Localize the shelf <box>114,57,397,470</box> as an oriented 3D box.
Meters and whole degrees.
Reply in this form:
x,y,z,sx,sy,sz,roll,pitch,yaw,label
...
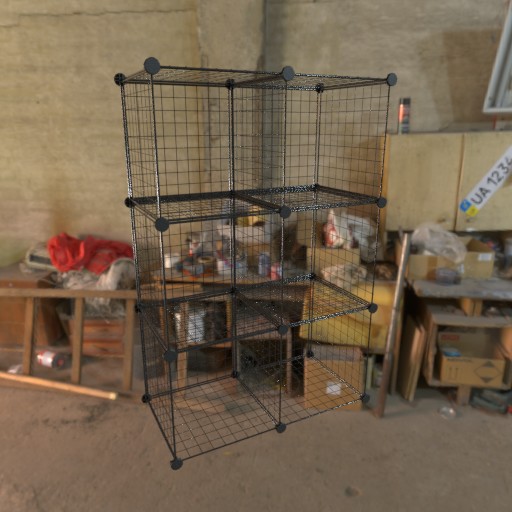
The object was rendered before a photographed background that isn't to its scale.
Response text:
x,y,z,sx,sy,sz,roll,pitch,yaw,label
0.000,0.000,1.392,0.711,1.067,0.356,-8,19,-26,shelf
